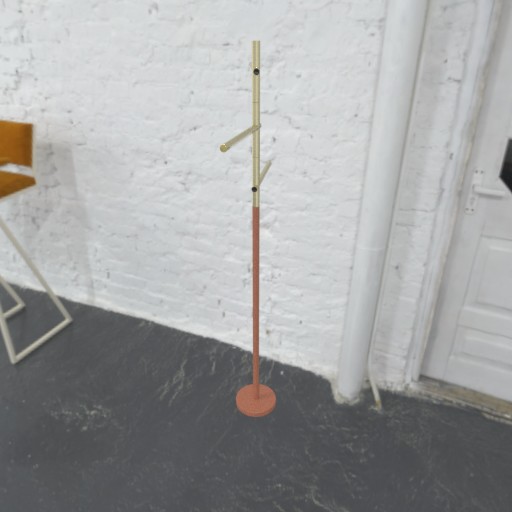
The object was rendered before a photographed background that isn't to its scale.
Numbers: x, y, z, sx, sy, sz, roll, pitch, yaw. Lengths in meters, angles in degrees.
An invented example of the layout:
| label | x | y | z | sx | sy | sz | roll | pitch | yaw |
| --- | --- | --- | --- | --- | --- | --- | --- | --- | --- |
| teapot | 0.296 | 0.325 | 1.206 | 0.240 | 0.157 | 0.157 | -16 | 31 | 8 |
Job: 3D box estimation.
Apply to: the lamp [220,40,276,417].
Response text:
| label | x | y | z | sx | sy | sz | roll | pitch | yaw |
| --- | --- | --- | --- | --- | --- | --- | --- | --- | --- |
| lamp | 0.000 | 0.000 | 1.950 | 0.209 | 1.704 | 0.737 | 1 | 26 | 2 |
